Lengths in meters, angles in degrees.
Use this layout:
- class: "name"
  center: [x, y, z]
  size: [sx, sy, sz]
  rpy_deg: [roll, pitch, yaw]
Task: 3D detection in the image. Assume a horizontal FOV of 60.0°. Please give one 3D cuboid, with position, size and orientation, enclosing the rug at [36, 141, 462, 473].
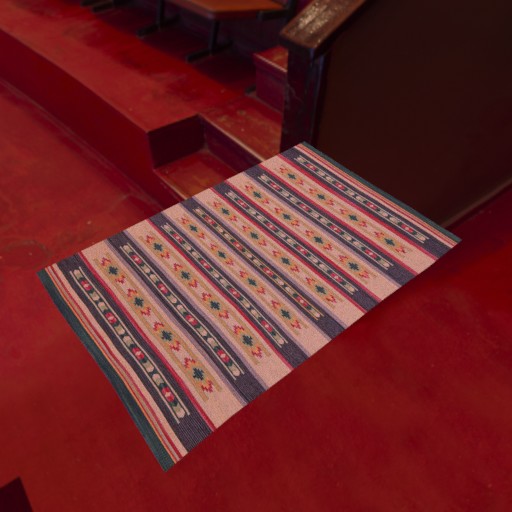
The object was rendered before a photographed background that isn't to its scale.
- class: "rug"
  center: [0.000, 0.000, 2.856]
  size: [2.311, 0.010, 1.522]
  rpy_deg: [-31, 54, -26]
